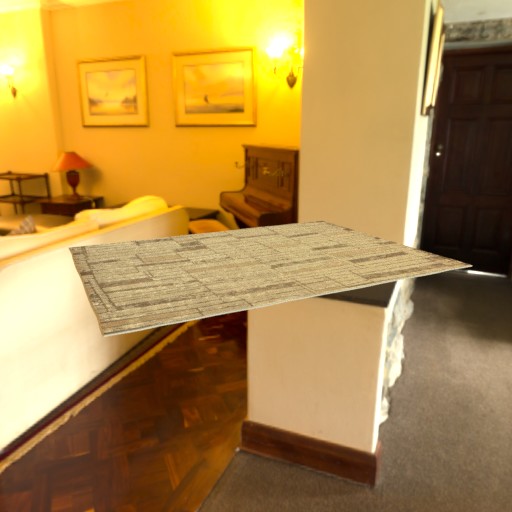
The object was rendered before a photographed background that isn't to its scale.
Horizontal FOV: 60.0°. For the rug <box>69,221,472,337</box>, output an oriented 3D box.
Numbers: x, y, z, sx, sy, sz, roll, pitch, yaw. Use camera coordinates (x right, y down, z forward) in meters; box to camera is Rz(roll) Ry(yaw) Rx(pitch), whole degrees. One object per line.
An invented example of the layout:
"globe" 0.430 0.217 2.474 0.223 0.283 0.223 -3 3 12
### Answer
"rug" 0.000 0.000 4.507 3.357 0.019 2.449 -8 17 -26
